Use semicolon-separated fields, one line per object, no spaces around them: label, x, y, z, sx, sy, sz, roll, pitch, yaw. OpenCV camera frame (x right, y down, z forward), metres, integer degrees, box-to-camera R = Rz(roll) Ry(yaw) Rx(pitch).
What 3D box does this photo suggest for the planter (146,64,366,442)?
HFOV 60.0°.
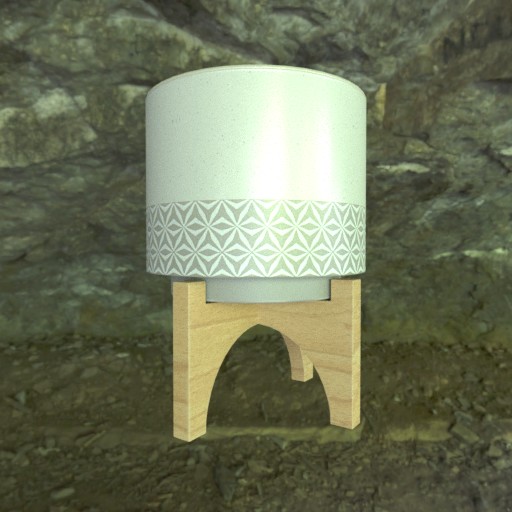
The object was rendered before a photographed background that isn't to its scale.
planter;0.000;0.000;0.392;0.188;0.260;0.188;0;1;0
